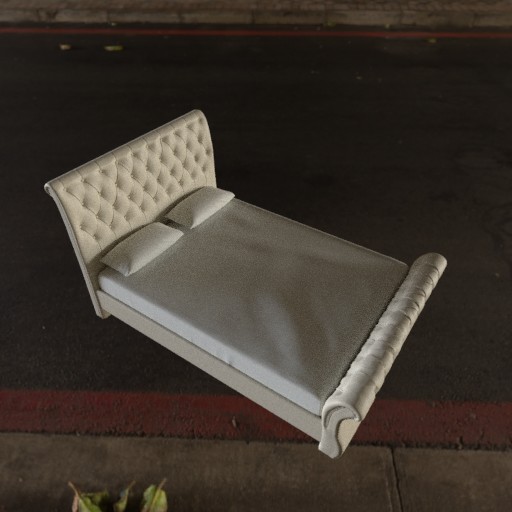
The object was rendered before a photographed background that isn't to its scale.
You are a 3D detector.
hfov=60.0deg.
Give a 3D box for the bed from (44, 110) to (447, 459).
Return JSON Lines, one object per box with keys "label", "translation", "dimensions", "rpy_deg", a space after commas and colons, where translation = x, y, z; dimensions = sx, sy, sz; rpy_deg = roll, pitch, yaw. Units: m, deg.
{"label": "bed", "translation": [0.000, 0.000, 3.434], "dimensions": [2.493, 1.268, 1.606], "rpy_deg": [24, 45, 26]}
